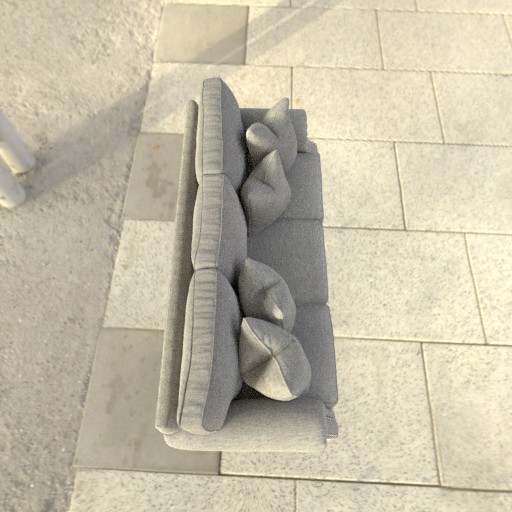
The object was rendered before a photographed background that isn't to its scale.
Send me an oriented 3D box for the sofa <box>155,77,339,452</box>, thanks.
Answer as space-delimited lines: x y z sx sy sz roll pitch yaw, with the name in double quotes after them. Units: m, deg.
0.000 0.000 2.846 0.965 0.975 2.312 0 64 0 "sofa"
